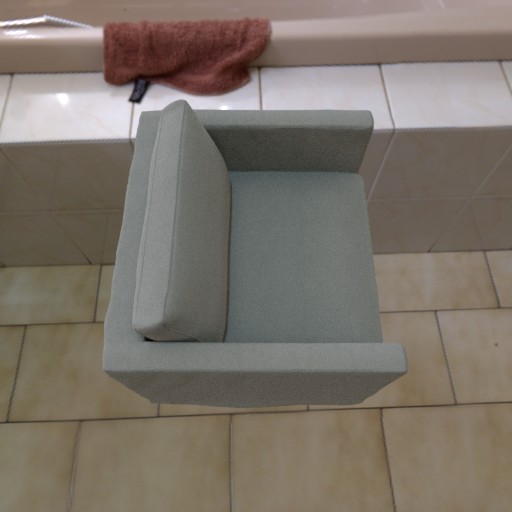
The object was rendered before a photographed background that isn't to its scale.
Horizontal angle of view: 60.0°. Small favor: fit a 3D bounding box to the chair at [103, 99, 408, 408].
[{"bbox_3d":[0.000,0.000,1.769,0.949,0.863,1.057,0,64,0],"label":"chair"}]
